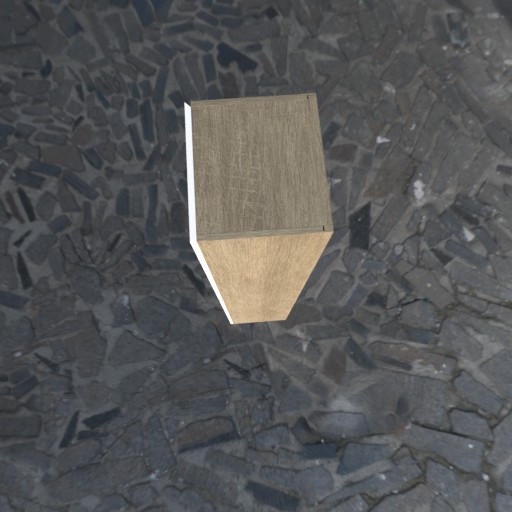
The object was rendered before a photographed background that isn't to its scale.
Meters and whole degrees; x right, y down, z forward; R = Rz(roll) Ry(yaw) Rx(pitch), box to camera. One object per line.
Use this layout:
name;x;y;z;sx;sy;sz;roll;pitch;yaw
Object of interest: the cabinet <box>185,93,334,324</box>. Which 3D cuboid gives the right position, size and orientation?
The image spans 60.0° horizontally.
cabinet;0.000;0.000;1.545;0.270;1.400;0.300;-4;75;-1
